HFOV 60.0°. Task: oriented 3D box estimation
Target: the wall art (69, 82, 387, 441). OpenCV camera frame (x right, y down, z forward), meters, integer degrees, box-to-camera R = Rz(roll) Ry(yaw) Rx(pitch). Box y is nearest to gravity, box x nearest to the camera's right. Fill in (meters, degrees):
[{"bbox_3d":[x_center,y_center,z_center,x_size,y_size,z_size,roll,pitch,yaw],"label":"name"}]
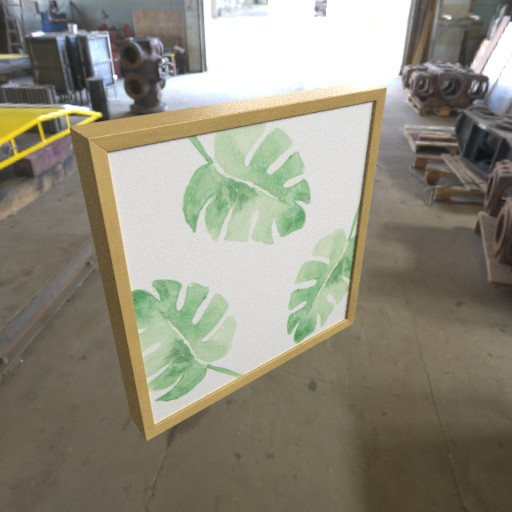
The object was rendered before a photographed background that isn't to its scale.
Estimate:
[{"bbox_3d":[0.000,0.000,0.458,0.305,0.305,0.038,-21,37,-31],"label":"wall art"}]
